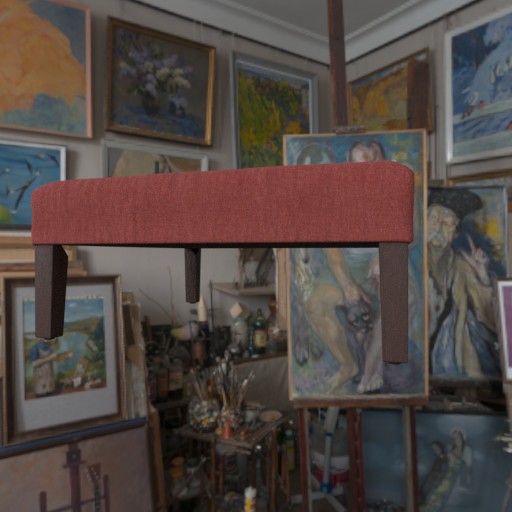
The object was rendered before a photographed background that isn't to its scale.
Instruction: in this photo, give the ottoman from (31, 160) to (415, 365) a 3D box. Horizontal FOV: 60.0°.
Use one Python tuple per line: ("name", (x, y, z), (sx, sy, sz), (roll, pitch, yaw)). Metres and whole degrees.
("ottoman", (0.000, 0.000, 1.375), (0.889, 0.411, 0.890), (0, 0, 17))
